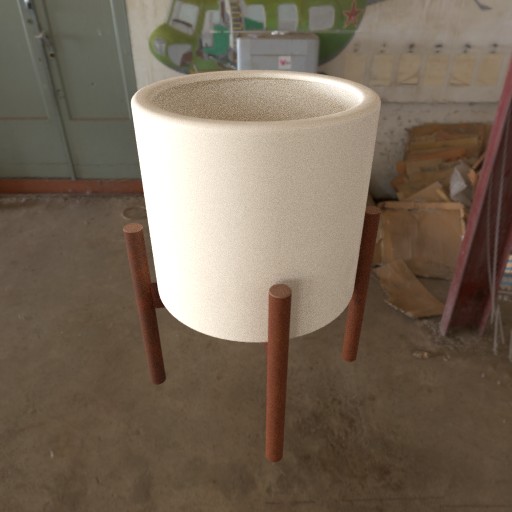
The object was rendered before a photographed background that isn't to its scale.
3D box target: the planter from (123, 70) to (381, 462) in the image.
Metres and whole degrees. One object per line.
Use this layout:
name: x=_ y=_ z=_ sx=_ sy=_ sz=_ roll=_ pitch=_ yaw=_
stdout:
planter: x=0.000 y=0.000 z=0.502 sx=0.224 sy=0.358 sz=0.224 roll=21 pitch=38 yaw=30
